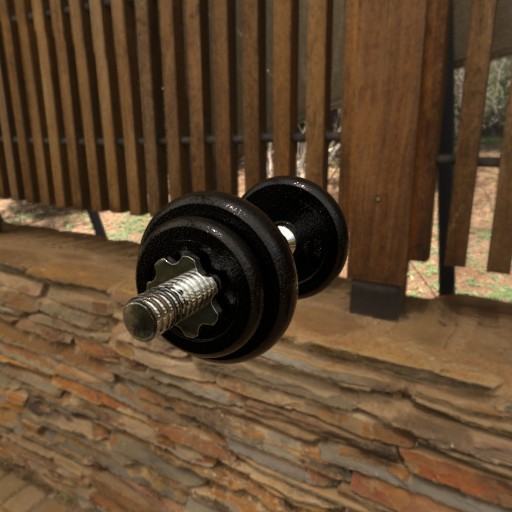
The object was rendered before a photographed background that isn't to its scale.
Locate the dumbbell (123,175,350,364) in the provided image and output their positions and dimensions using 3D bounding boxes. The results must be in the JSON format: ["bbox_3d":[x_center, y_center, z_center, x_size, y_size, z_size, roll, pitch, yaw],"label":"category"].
[{"bbox_3d":[0.000,0.000,0.608,0.202,0.202,0.497,7,16,24],"label":"dumbbell"}]
